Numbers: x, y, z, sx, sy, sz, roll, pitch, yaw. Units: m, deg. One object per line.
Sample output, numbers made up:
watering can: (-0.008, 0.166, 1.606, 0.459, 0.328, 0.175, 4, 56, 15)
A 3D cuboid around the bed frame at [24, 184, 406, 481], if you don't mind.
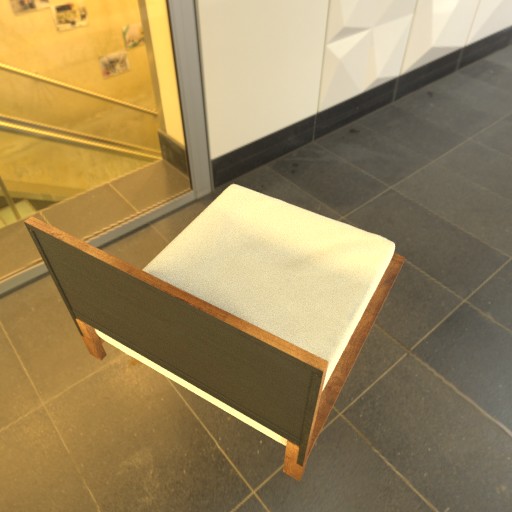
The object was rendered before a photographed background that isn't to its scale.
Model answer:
bed frame: (0.000, 0.000, 3.615, 2.038, 1.537, 2.235, 23, 50, 21)
